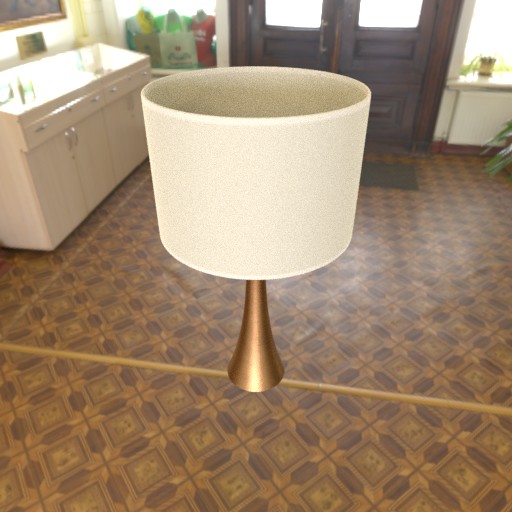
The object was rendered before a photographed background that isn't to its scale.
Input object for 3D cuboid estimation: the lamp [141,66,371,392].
[{"bbox_3d":[0.000,0.000,0.657,0.268,0.479,0.268,-22,39,-30],"label":"lamp"}]
